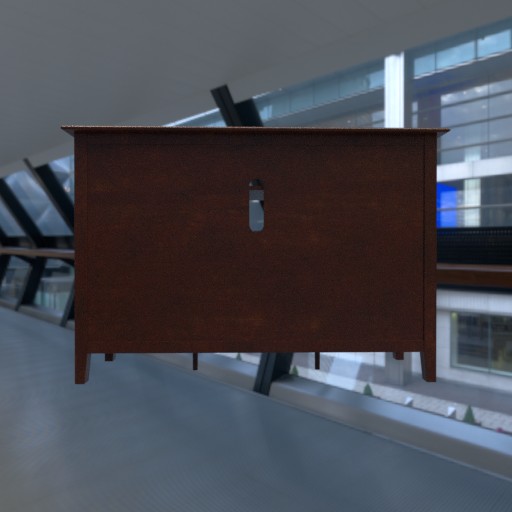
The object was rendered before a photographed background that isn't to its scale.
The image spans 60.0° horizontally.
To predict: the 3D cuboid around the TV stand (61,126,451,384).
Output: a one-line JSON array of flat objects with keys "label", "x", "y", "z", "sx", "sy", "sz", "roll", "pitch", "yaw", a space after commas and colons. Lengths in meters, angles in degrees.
[{"label": "TV stand", "x": 0.000, "y": 0.000, "z": 1.783, "sx": 1.372, "sy": 0.915, "sz": 0.445, "roll": 0, "pitch": 0, "yaw": -1}]
